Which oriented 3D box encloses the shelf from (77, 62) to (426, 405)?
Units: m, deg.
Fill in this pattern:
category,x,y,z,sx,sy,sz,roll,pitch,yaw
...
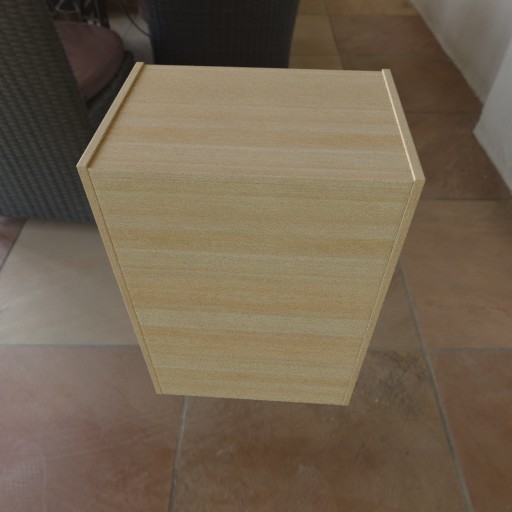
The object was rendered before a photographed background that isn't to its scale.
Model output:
category,x,y,z,sx,sy,sz,roll,pitch,yaw
shelf,0.000,0.000,0.833,0.414,0.592,0.290,3,47,3
